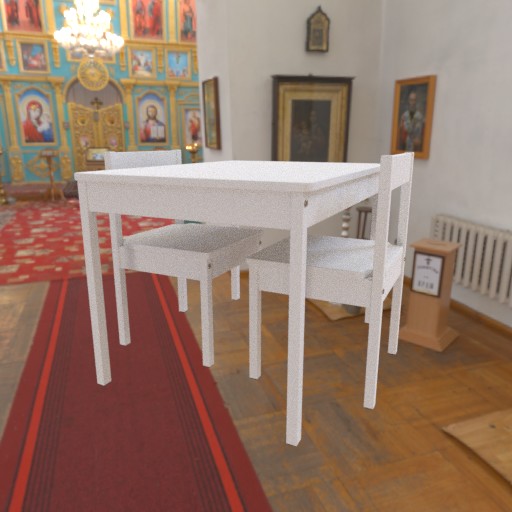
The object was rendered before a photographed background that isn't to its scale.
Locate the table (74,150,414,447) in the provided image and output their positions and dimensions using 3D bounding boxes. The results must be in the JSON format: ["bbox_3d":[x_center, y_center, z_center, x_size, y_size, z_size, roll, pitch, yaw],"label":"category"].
[{"bbox_3d":[0.000,0.000,1.100,0.672,0.503,0.650,7,16,25],"label":"table"}]
